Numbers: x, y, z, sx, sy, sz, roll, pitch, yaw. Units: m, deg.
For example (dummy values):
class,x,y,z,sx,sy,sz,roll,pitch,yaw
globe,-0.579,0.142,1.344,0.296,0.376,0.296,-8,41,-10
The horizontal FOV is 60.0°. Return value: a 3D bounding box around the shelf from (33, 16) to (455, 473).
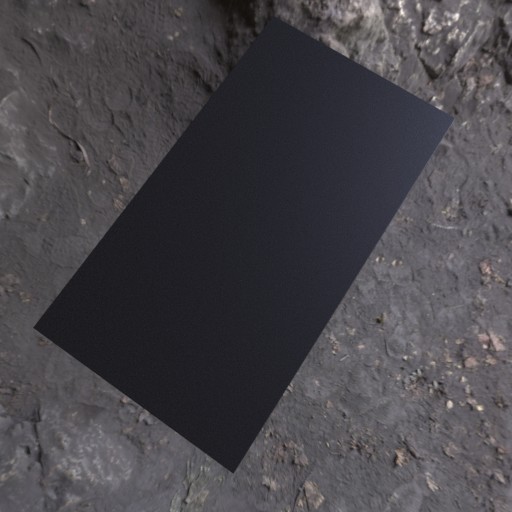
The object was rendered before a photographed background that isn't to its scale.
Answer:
class,x,y,z,sx,sy,sz,roll,pitch,yaw
shelf,0.000,0.000,1.326,0.498,0.749,0.902,33,79,7
